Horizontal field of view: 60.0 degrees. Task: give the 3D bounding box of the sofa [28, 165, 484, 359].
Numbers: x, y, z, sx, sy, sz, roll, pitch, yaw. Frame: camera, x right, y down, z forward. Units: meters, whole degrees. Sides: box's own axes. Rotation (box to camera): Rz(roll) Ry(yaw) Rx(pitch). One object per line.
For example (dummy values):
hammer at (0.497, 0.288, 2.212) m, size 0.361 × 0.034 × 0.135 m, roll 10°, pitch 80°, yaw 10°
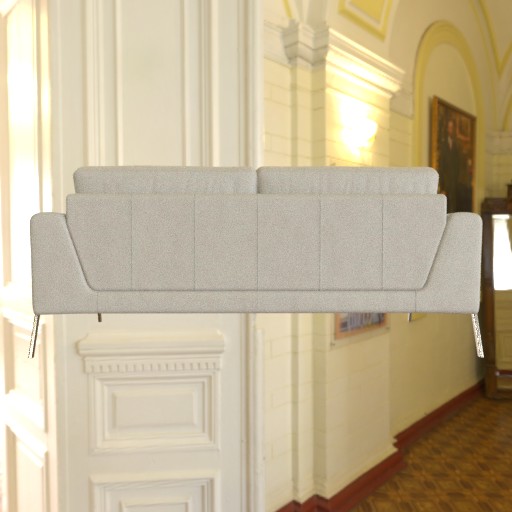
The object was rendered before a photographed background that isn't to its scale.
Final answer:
sofa at (0.000, 0.000, 2.410) m, size 2.017 × 0.875 × 0.953 m, roll 0°, pitch 2°, yaw -1°
